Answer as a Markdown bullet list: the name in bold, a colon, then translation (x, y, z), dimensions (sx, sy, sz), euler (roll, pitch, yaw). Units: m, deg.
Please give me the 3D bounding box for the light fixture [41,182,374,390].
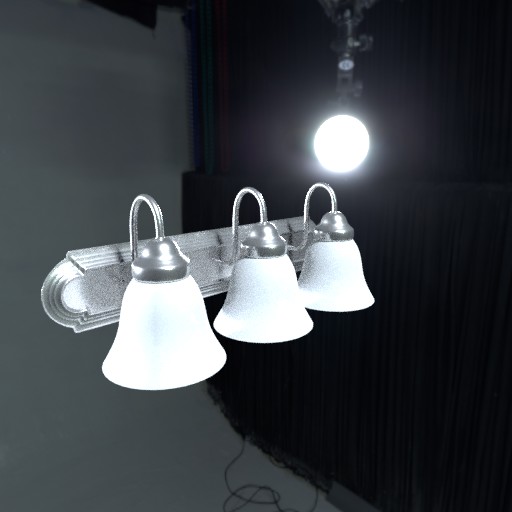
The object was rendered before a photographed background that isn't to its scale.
- **light fixture**: translation (0.000, 0.000, 0.726), dimensions (0.199, 0.222, 0.610), euler (12, 18, 43)
